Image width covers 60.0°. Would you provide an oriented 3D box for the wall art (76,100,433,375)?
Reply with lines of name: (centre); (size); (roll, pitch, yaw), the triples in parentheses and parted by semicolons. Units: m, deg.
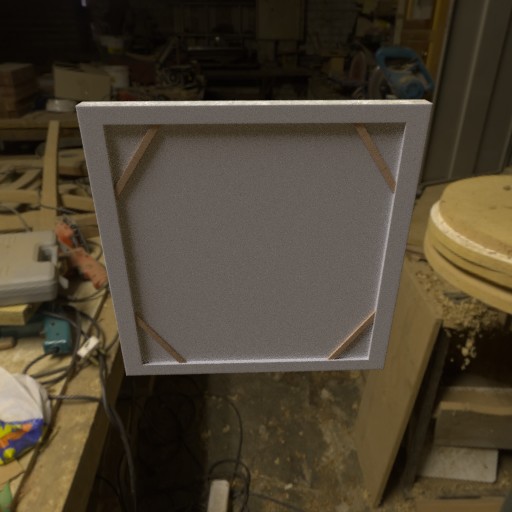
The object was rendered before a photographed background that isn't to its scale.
wall art: (0.000, 0.000, 0.919); (0.610, 0.610, 0.038); (-1, 29, -2)
